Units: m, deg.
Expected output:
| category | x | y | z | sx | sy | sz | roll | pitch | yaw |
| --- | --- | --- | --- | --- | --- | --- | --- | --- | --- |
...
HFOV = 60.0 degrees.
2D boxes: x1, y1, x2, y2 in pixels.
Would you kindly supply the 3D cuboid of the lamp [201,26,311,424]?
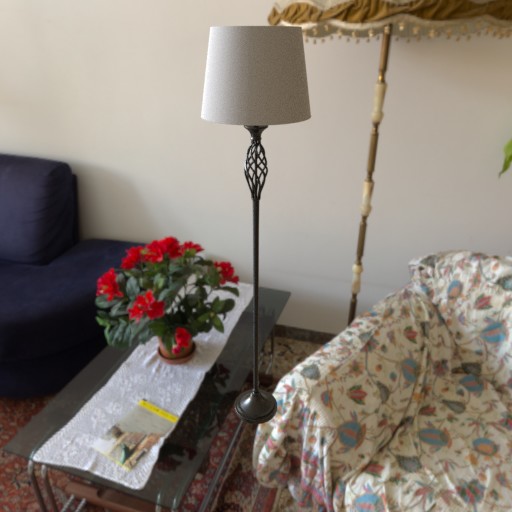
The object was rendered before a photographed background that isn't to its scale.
| category | x | y | z | sx | sy | sz | roll | pitch | yaw |
| --- | --- | --- | --- | --- | --- | --- | --- | --- | --- |
| lamp | 0.000 | 0.000 | 1.767 | 0.379 | 1.623 | 0.379 | 0 | 26 | 0 |
